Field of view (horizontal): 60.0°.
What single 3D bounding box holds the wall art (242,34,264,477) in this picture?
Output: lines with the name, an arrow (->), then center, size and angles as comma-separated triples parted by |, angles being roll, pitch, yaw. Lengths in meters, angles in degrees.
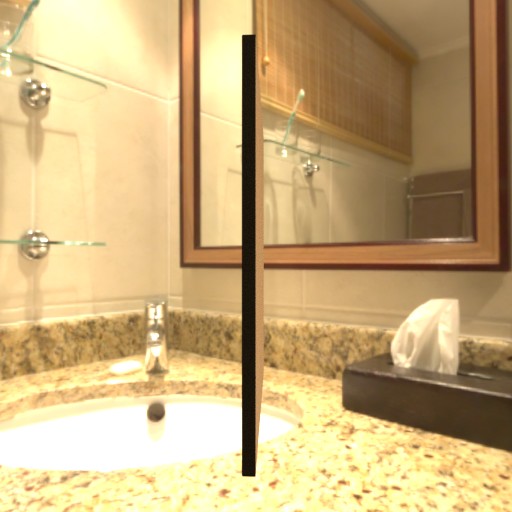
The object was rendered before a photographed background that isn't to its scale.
wall art -> 0.000, 0.000, 1.242 | 0.028, 0.863, 0.755 | 0, 0, 2
